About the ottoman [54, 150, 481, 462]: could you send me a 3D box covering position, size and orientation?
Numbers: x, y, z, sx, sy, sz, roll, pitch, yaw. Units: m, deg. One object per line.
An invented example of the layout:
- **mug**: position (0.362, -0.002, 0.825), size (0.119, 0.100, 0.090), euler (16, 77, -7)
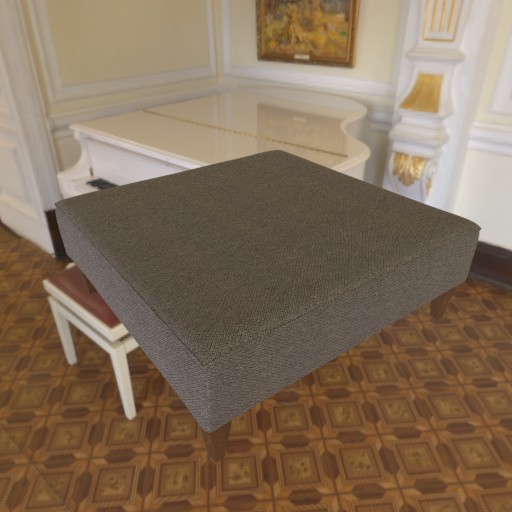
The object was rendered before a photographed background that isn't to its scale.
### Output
- **ottoman**: position (0.000, 0.000, 1.470), size (0.981, 0.378, 0.970), euler (-21, 36, -31)
